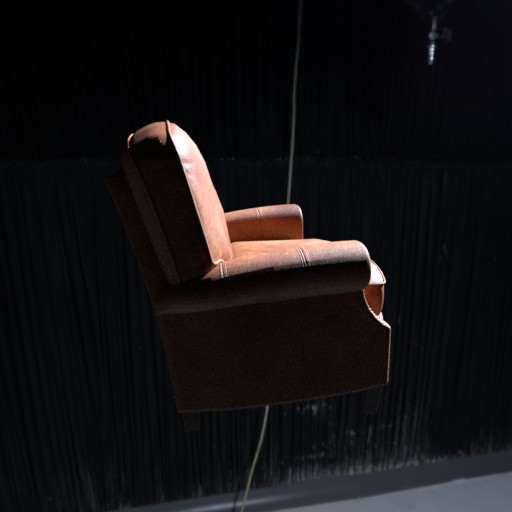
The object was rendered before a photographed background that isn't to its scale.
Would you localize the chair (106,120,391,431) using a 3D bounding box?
[{"bbox_3d":[0.000,0.000,1.748,0.986,1.018,0.936,-3,16,-9],"label":"chair"}]
